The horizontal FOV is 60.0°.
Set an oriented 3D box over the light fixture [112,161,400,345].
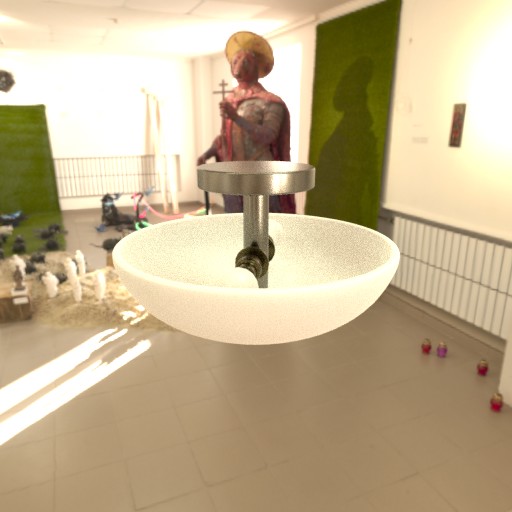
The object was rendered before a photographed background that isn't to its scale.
[{"bbox_3d":[0.000,0.000,0.537,0.330,0.214,0.330,0,17,0],"label":"light fixture"}]
